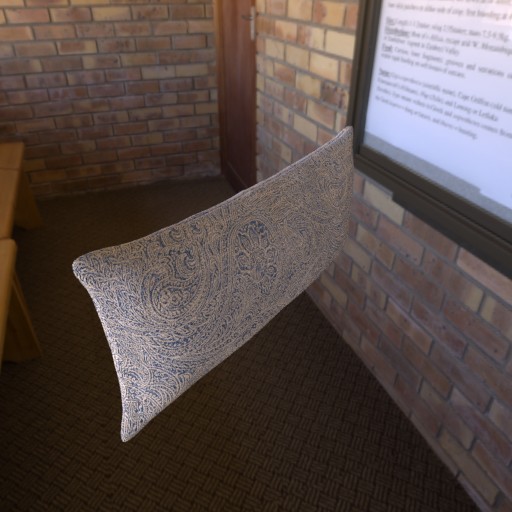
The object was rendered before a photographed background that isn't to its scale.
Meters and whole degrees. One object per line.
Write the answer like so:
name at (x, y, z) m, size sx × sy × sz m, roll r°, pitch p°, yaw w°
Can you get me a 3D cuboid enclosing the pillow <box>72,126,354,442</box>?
pillow at (0.000, 0.000, 0.731) m, size 0.151 × 0.295 × 0.615 m, roll 22°, pitch 38°, yaw 31°
